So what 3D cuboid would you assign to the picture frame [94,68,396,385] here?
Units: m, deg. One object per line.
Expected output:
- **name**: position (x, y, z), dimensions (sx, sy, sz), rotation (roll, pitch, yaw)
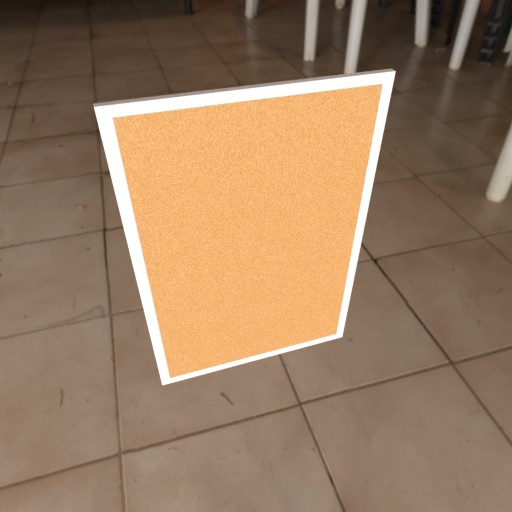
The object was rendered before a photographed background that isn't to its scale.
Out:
- **picture frame**: position (0.000, 0.000, 0.863), dimensions (0.457, 0.657, 0.013), rotation (-12, 42, -13)
